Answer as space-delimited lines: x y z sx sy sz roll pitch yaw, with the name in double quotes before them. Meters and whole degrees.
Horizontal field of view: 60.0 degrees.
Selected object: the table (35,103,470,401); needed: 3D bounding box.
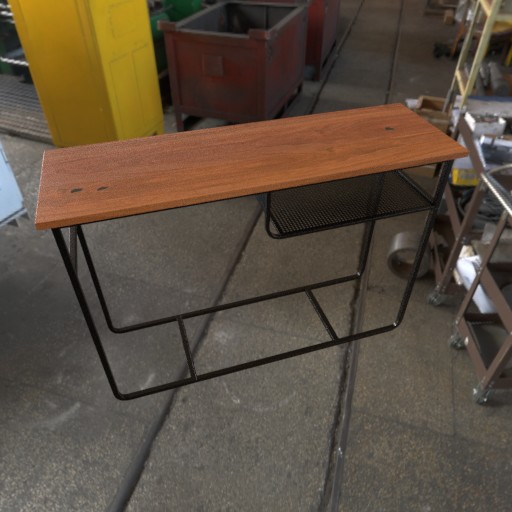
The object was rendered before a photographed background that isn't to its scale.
"table" 0.000 0.000 1.441 1.100 0.750 0.350 -12 42 -13
